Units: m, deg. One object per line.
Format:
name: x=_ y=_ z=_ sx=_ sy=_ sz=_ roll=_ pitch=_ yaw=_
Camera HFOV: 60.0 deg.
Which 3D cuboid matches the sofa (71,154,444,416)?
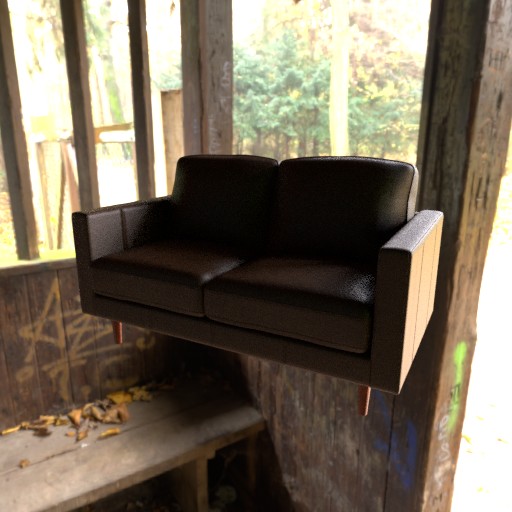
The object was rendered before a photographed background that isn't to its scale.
sofa: x=0.000 y=0.000 z=2.171 sx=1.578 sy=0.951 sz=0.909 roll=8 pitch=17 yaw=27
